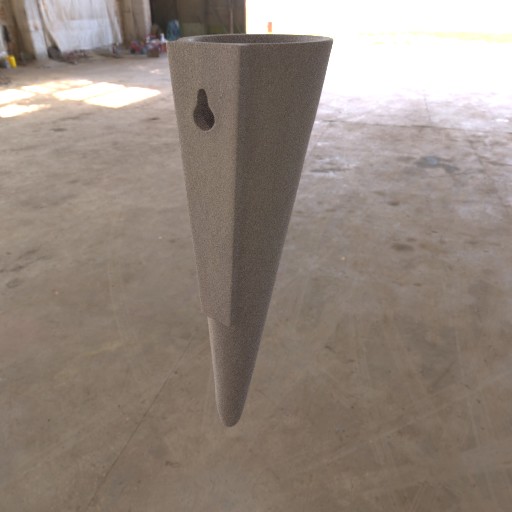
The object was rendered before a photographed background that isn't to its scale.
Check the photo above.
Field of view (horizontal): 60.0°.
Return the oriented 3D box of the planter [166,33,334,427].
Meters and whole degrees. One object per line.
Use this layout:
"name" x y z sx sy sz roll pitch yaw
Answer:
"planter" 0.000 0.000 0.293 0.078 0.259 0.087 20 35 31
